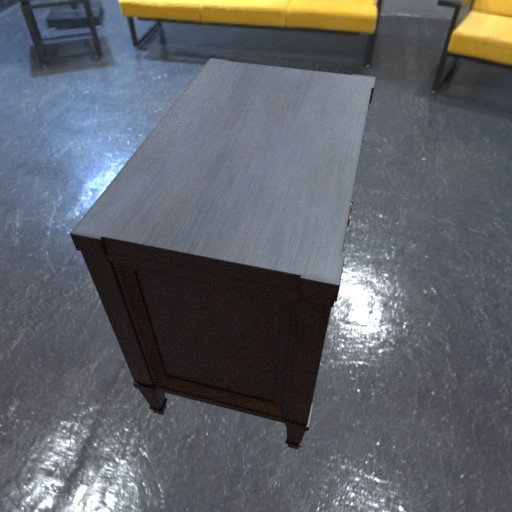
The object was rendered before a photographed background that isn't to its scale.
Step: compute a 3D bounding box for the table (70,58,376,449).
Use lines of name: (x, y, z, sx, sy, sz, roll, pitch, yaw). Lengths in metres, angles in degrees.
table: (0.000, 0.000, 1.095, 0.413, 0.660, 0.660, 11, 47, 10)
